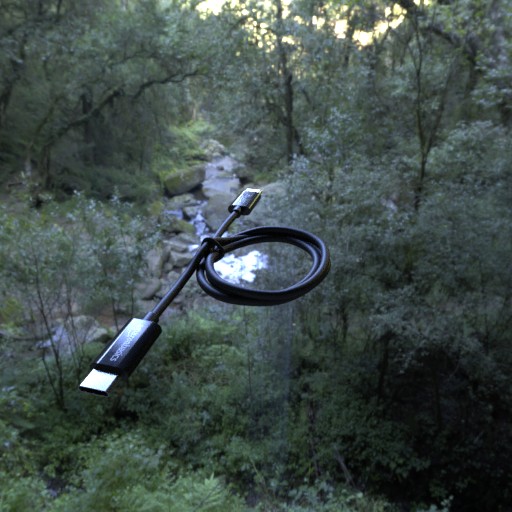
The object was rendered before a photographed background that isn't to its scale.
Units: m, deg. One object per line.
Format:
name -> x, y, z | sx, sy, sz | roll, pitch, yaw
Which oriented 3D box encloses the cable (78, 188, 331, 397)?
cable -> 0.000, 0.000, 0.210 | 0.070, 0.014, 0.186 | 7, 30, 13
